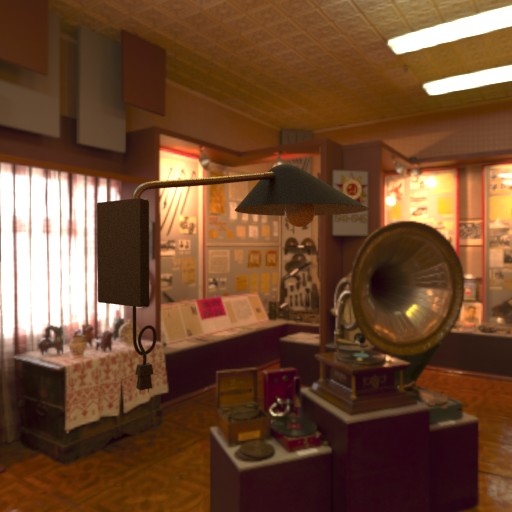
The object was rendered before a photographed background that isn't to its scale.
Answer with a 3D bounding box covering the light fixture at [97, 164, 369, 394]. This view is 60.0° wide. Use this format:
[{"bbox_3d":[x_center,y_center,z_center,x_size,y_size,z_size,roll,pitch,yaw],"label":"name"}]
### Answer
[{"bbox_3d":[0.000,0.000,0.693,0.240,0.312,0.516,0,1,36],"label":"light fixture"}]
